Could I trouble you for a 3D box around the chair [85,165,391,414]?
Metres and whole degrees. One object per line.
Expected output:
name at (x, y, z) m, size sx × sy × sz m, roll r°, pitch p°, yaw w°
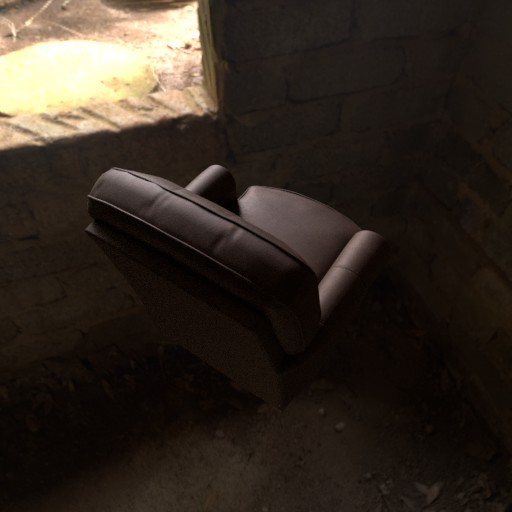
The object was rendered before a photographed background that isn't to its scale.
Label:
chair at (0.000, 0.000, 1.830) m, size 0.936 × 1.018 × 0.986 m, roll 27°, pitch 52°, yaw 23°
